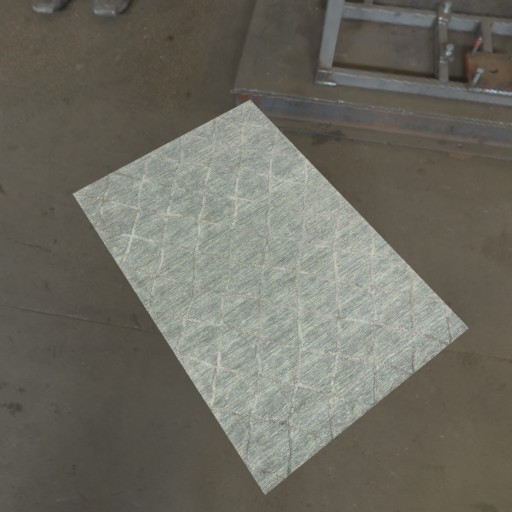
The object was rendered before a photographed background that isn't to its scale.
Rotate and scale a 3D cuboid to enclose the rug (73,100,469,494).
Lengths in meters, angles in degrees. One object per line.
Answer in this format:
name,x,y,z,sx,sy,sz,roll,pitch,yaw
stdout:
rug,0.000,0.000,2.888,1.521,0.006,2.283,-33,68,-15
